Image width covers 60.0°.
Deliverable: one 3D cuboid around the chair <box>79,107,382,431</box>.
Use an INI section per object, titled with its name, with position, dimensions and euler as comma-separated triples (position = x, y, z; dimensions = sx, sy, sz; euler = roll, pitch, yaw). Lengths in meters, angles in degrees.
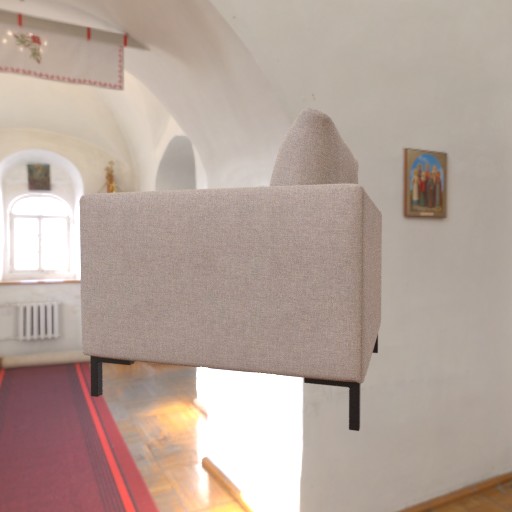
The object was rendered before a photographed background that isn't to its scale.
[chair]
position = 0.000, 0.000, 1.658
dimensions = 0.866, 0.861, 0.963
euler = 1, 2, 18
